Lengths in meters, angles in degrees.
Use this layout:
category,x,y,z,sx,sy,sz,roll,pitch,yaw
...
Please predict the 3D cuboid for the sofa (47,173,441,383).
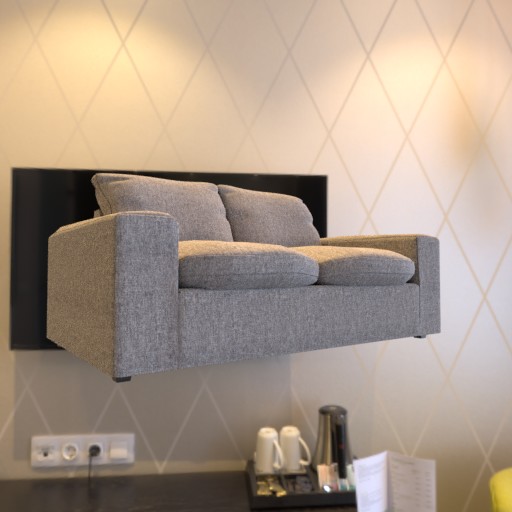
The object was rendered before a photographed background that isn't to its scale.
category,x,y,z,sx,sy,sz,roll,pitch,yaw
sofa,0.000,0.000,2.265,1.758,0.877,1.094,1,-3,-35
